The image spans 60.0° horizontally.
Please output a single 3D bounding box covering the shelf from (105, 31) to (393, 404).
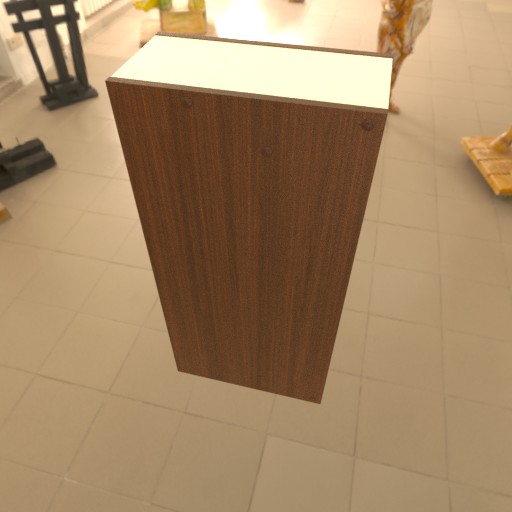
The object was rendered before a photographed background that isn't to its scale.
[{"bbox_3d":[0.000,0.000,0.703,0.290,0.600,0.147,10,47,10],"label":"shelf"}]
